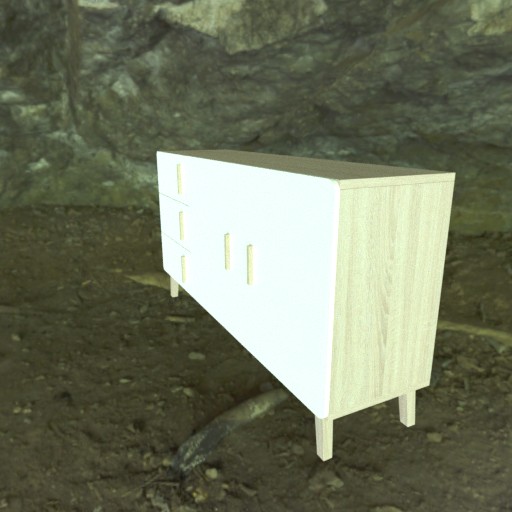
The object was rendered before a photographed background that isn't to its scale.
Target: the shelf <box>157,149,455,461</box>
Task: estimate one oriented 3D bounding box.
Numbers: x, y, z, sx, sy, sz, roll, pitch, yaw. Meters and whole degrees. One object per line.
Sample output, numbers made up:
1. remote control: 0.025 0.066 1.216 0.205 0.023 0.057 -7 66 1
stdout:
1. shelf: 0.000 0.000 1.810 0.400 0.780 1.490 -8 18 -26
